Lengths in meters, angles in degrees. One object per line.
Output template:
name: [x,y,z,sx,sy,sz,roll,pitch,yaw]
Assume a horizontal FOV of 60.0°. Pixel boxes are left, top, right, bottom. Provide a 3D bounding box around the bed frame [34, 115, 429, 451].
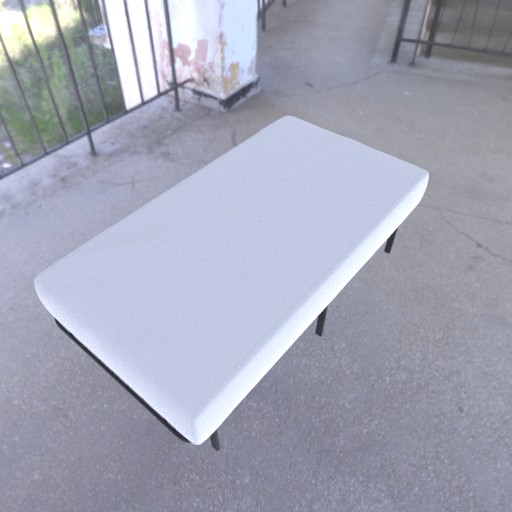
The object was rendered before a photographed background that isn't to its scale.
bed frame: [0.000,0.000,2.406,1.025,0.640,1.908,31,54,26]
